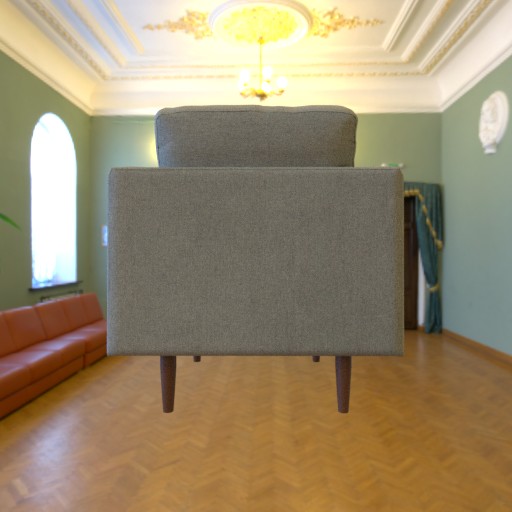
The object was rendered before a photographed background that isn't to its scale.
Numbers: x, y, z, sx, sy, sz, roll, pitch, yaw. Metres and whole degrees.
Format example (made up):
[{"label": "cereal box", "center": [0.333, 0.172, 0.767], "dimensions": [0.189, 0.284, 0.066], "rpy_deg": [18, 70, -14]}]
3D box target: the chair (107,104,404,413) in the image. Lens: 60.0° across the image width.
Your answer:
[{"label": "chair", "center": [0.000, 0.000, 1.634], "dimensions": [0.855, 0.927, 0.800], "rpy_deg": [0, 0, 0]}]
